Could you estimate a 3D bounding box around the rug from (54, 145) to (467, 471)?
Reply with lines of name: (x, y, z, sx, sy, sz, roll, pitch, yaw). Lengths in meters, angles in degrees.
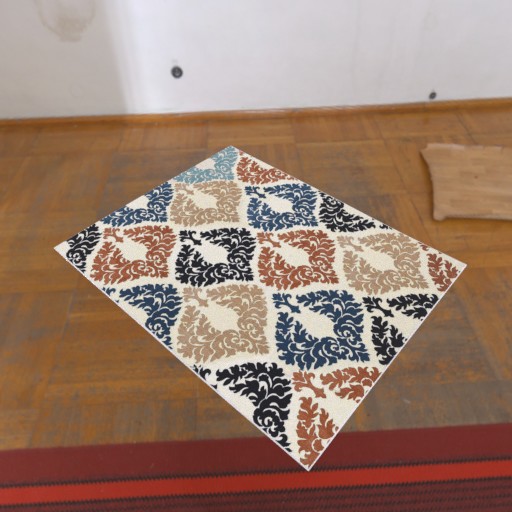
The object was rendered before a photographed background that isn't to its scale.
rug: (0.000, 0.000, 4.146, 3.040, 0.014, 2.423, 33, 54, 28)
